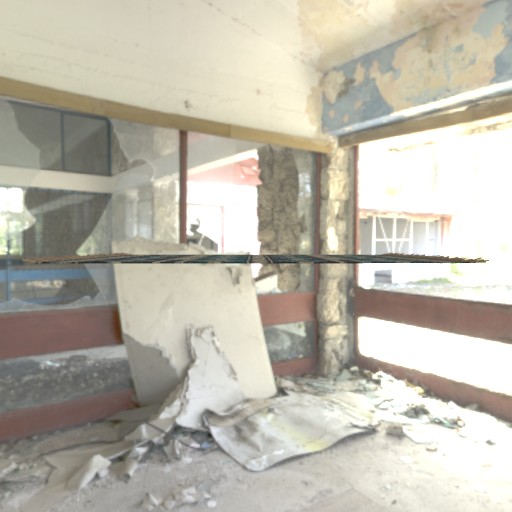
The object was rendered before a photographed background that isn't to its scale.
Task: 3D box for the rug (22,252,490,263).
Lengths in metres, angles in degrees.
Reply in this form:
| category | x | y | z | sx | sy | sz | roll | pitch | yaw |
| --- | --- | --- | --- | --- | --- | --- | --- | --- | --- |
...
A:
| category | x | y | z | sx | sy | sz | roll | pitch | yaw |
| --- | --- | --- | --- | --- | --- | --- | --- | --- | --- |
| rug | 0.000 | 0.000 | 4.288 | 3.307 | 0.047 | 2.418 | 0 | 1 | 0 |
